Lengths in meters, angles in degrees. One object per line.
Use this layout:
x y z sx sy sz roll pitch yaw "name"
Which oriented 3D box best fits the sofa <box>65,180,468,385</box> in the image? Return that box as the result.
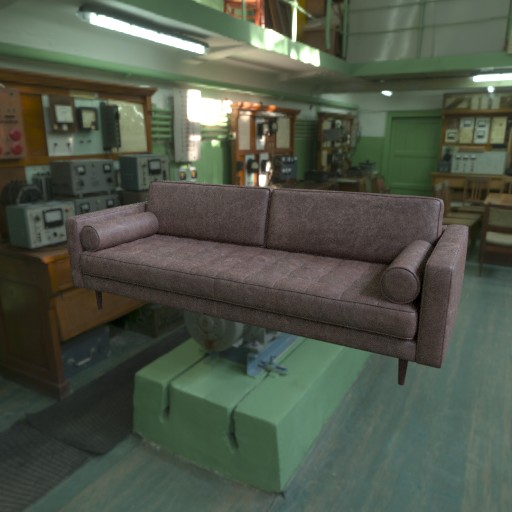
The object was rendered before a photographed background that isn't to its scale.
0.000 0.000 2.613 2.210 0.762 0.914 8 17 27 "sofa"
